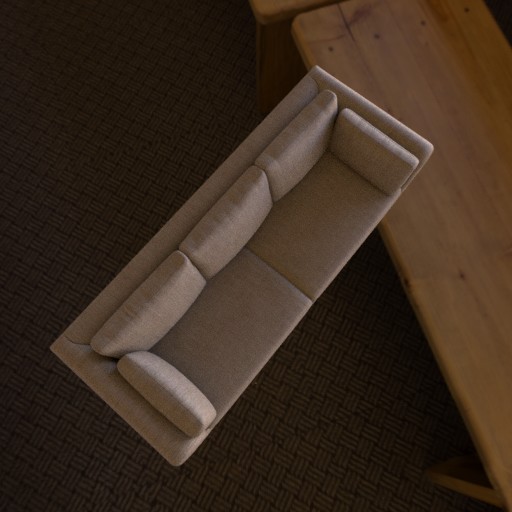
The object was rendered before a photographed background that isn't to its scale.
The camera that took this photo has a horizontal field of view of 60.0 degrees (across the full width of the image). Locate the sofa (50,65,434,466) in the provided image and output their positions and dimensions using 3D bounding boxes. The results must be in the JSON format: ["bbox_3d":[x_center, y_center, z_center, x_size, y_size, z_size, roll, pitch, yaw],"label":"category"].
[{"bbox_3d":[0.000,0.000,2.911,0.969,0.867,2.415,39,78,10],"label":"sofa"}]
